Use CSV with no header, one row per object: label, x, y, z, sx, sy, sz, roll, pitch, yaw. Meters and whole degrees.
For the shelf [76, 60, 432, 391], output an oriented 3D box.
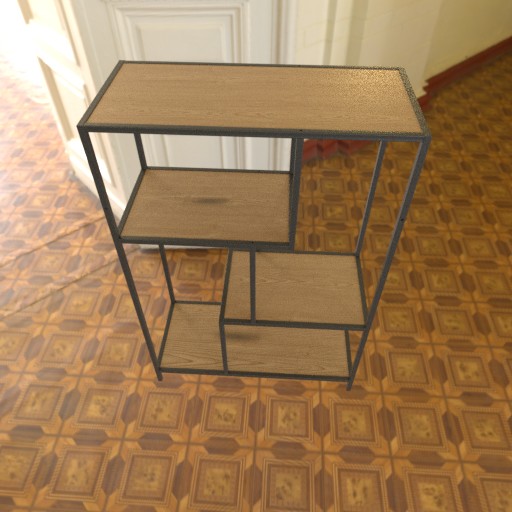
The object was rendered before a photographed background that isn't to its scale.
shelf,0.000,0.000,1.487,0.770,1.138,0.350,2,46,2
